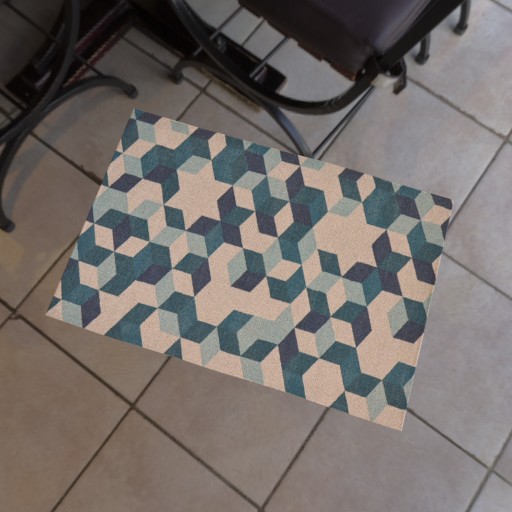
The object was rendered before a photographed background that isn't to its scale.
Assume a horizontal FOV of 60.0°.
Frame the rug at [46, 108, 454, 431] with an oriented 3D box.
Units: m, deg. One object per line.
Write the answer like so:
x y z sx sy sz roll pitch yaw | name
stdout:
0.000 0.000 2.298 1.829 0.014 1.235 17 77 4 | rug
